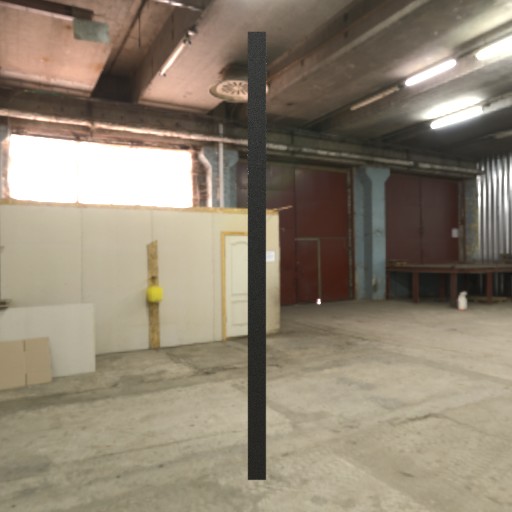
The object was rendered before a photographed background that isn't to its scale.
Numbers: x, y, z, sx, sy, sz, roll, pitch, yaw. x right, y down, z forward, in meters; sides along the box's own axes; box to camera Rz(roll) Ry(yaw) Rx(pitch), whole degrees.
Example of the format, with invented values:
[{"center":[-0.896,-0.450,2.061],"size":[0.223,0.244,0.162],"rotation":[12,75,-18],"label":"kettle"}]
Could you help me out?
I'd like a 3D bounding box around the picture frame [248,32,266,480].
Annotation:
[{"center":[0.000,0.000,1.153],"size":[0.032,0.775,0.775],"rotation":[0,0,0],"label":"picture frame"}]
